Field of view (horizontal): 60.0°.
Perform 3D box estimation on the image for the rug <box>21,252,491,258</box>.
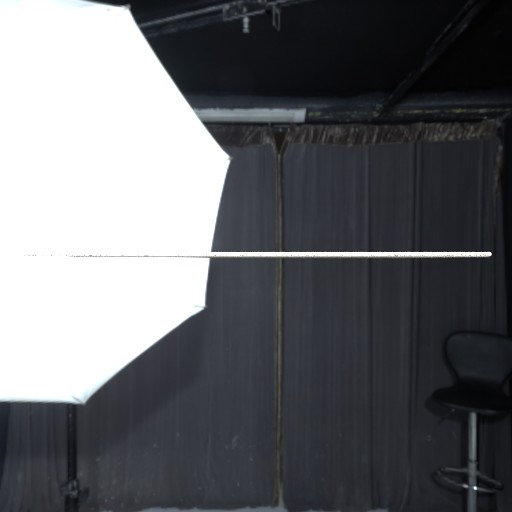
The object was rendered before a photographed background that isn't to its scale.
[{"bbox_3d":[0.000,0.000,3.411,2.698,0.025,1.798,0,0,0],"label":"rug"}]
